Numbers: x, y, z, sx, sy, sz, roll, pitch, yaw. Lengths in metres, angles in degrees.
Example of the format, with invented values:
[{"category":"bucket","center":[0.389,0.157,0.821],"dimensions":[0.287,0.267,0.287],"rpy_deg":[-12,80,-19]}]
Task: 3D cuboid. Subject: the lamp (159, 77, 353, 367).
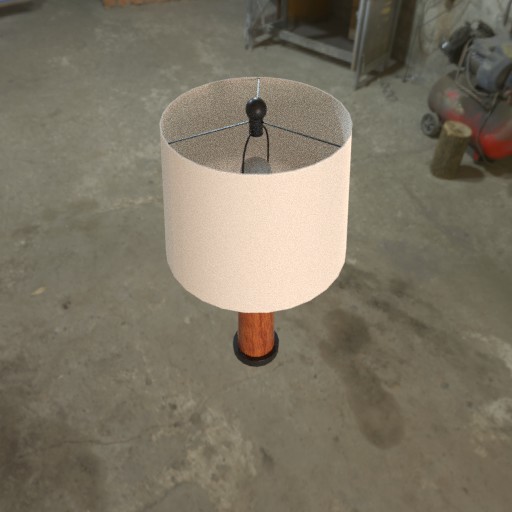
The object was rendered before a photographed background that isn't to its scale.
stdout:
[{"category":"lamp","center":[0.000,0.000,0.893],"dimensions":[0.349,0.667,0.349],"rpy_deg":[0,46,0]}]
